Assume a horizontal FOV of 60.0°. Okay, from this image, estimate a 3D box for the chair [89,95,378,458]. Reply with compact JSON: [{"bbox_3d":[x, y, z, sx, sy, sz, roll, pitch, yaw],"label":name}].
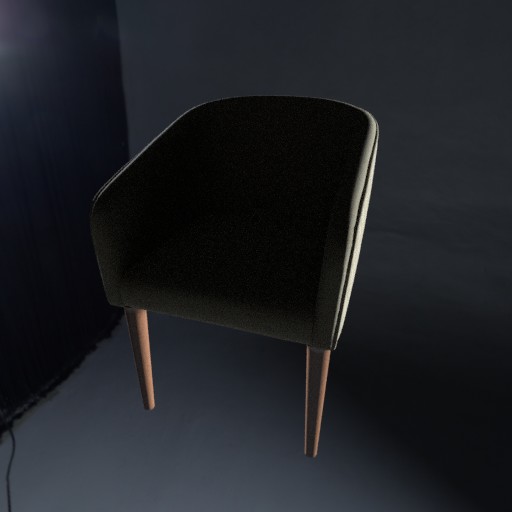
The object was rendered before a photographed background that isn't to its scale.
[{"bbox_3d":[0.000,0.000,1.218,0.584,0.775,0.616,9,27,18],"label":"chair"}]
